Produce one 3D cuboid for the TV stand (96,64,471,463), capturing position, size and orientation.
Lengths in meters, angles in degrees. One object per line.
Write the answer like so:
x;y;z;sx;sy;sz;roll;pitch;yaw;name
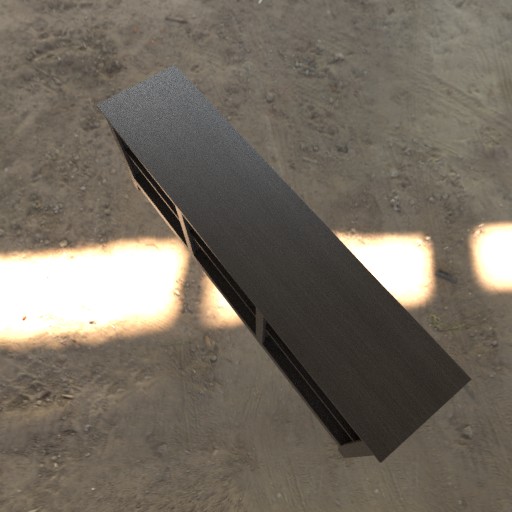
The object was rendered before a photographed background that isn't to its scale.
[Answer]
0.000;0.000;1.961;0.406;0.610;1.778;-34;69;-15;TV stand
